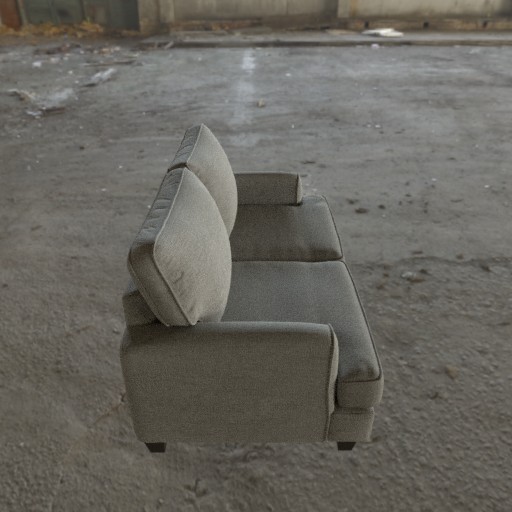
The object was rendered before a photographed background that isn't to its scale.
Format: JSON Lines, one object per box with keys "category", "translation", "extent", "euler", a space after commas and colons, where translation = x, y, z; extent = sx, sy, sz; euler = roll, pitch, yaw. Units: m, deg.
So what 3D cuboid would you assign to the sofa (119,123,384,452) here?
{"category": "sofa", "translation": [0.000, 0.000, 2.237], "extent": [0.965, 0.965, 1.651], "euler": [0, 31, 0]}
